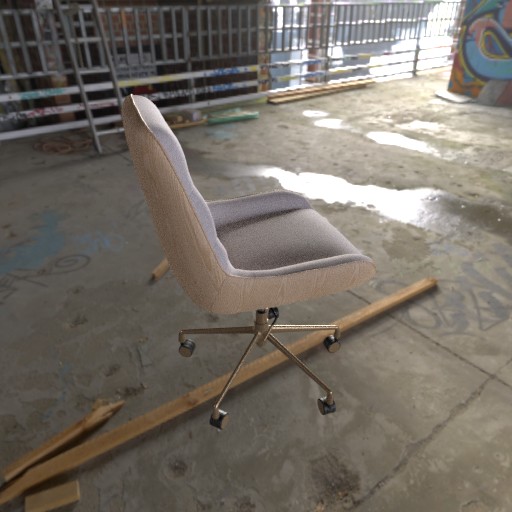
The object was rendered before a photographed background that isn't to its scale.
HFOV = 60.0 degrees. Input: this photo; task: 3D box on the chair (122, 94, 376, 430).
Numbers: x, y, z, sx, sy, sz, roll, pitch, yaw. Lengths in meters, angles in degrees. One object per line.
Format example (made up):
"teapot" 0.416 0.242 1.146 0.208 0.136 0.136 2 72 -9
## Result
"chair" 0.000 0.000 1.370 0.668 0.952 0.564 -10 32 -16
